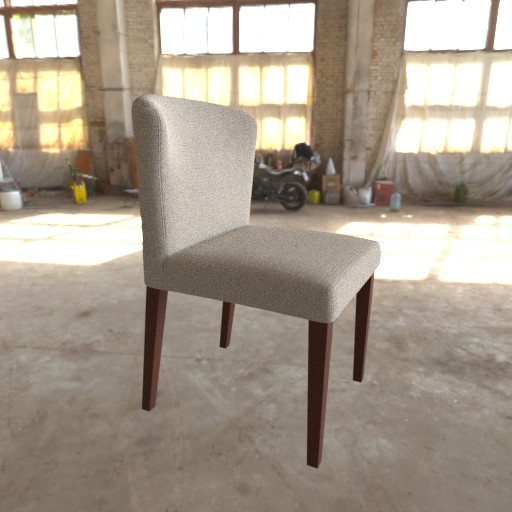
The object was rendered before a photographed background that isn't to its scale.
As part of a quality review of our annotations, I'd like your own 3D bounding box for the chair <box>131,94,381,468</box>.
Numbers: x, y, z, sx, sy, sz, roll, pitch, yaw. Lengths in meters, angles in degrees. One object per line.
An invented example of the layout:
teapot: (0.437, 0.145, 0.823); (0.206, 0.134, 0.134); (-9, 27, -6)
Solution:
chair: (0.000, 0.000, 1.205); (0.589, 0.839, 0.491); (8, 17, 26)
